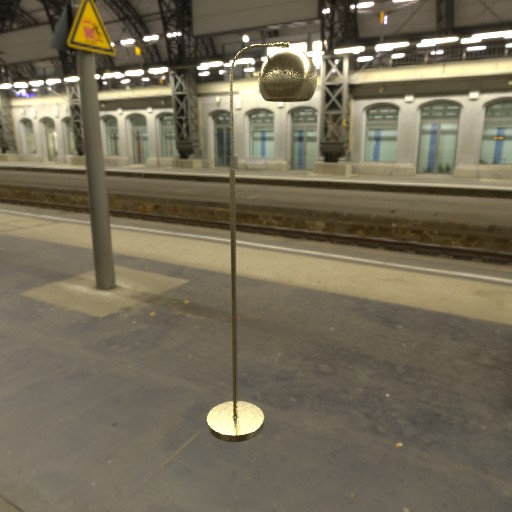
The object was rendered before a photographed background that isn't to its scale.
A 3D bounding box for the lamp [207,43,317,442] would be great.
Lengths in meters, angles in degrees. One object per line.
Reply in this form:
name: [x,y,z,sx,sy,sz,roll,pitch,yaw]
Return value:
lamp: [0.000,0.000,1.735,0.431,1.526,0.250,2,15,9]
